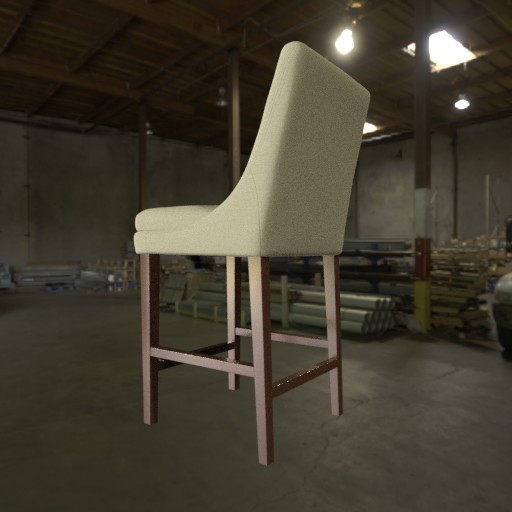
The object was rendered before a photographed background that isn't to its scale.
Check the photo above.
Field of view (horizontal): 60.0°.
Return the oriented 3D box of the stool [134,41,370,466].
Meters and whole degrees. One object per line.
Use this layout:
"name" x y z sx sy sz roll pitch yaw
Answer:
"stool" 0.000 0.000 1.310 0.577 0.981 0.470 1 1 36
